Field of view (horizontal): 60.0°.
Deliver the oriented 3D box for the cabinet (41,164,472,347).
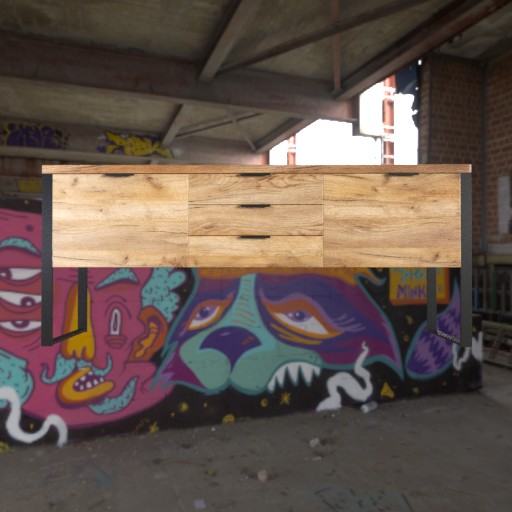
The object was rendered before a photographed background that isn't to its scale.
[{"bbox_3d":[0.000,0.000,2.039,1.800,0.762,0.395,0,-1,1],"label":"cabinet"}]
